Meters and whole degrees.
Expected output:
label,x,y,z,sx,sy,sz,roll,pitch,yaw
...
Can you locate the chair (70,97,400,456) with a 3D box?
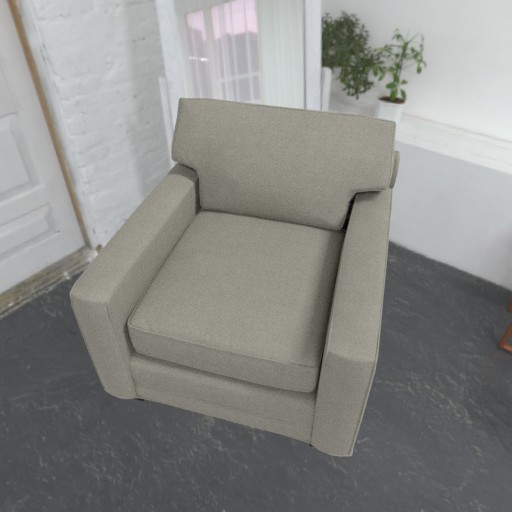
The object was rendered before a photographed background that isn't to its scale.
label,x,y,z,sx,sy,sz,roll,pitch,yaw
chair,0.000,0.000,1.784,0.999,0.934,1.044,10,42,12
